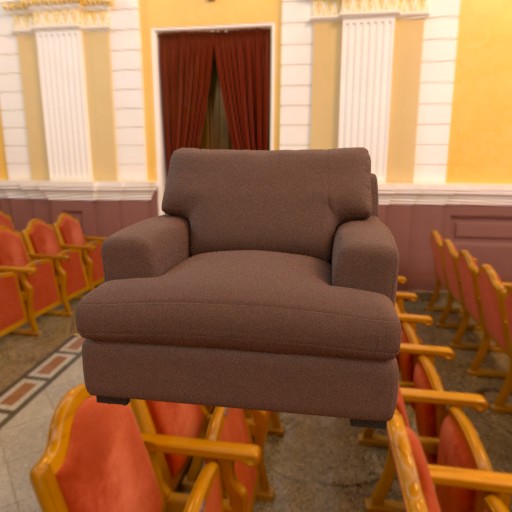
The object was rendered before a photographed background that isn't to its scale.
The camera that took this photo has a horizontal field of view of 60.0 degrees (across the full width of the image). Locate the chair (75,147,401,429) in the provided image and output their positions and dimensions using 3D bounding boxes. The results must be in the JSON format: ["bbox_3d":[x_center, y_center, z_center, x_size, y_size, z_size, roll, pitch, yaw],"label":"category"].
[{"bbox_3d":[0.000,0.000,1.951,1.168,0.940,1.143,2,13,9],"label":"chair"}]
